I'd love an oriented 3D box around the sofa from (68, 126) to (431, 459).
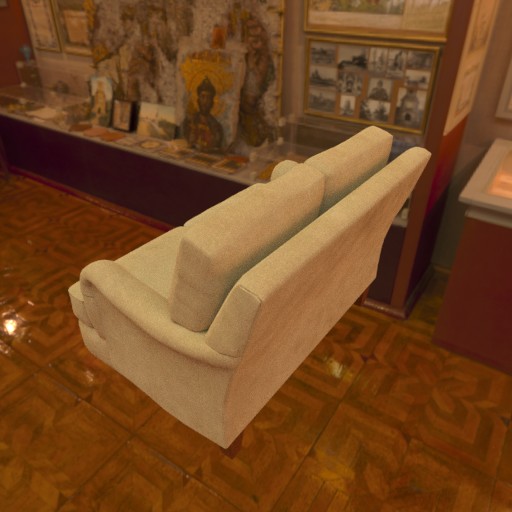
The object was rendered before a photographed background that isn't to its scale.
[{"bbox_3d":[0.000,0.000,2.187,1.086,1.087,1.498,22,39,30],"label":"sofa"}]
